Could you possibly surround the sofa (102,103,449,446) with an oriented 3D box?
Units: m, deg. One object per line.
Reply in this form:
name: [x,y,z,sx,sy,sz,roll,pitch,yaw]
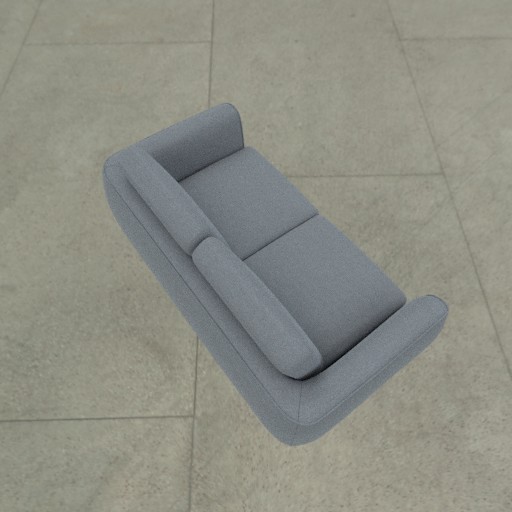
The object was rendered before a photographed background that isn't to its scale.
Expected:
sofa: [0.000,0.000,2.250,0.920,0.850,1.700,-32,63,-18]
